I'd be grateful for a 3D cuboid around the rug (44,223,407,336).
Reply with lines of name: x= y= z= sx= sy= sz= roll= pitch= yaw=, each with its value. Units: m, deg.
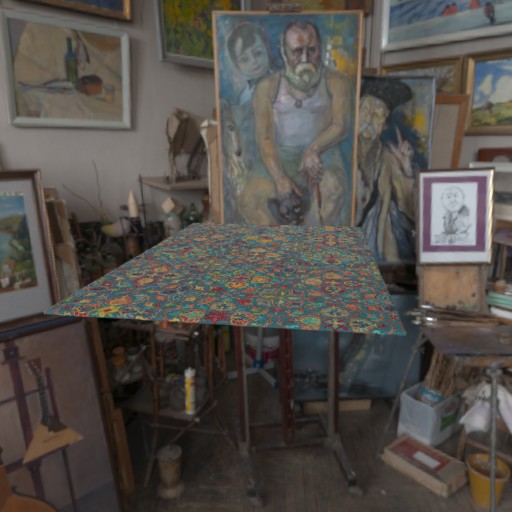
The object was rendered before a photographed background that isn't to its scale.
rug: x=0.000 y=0.000 z=2.327 sx=1.216 sy=0.014 sz=1.836 roll=2 pitch=14 yaw=8
